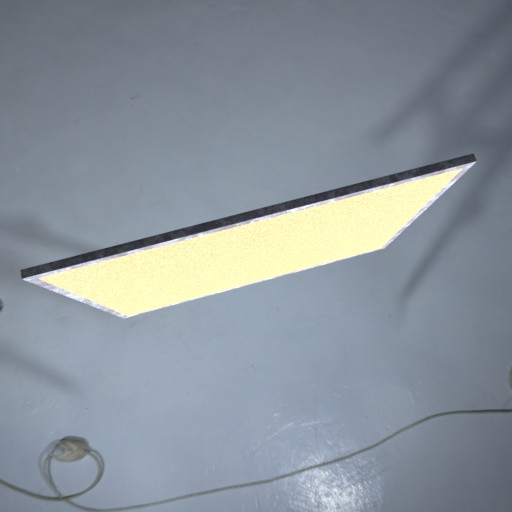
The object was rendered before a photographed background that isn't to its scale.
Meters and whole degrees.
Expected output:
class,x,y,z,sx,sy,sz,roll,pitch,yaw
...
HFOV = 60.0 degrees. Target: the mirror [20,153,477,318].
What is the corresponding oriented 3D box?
class,x,y,z,sx,sy,sz,roll,pitch,yaw
mirror,0.000,0.000,1.423,1.101,0.795,0.022,-15,76,-4
